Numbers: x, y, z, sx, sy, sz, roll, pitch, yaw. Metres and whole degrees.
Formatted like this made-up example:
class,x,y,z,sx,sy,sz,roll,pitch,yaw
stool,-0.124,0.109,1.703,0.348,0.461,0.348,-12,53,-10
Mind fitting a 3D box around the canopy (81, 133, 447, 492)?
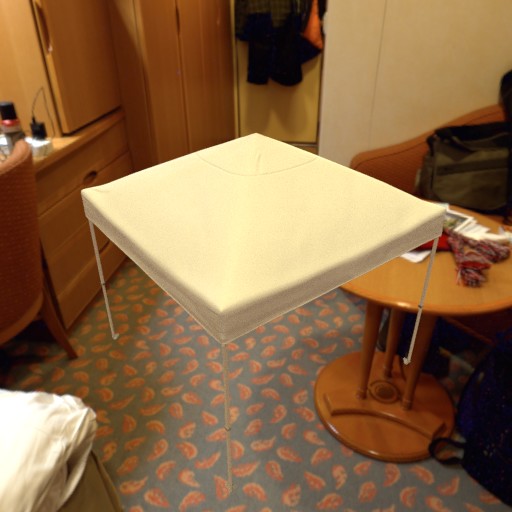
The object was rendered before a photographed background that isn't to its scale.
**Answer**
class,x,y,z,sx,sy,sz,roll,pitch,yaw
canopy,0.000,0.000,5.423,2.996,2.997,2.998,-22,37,-32
